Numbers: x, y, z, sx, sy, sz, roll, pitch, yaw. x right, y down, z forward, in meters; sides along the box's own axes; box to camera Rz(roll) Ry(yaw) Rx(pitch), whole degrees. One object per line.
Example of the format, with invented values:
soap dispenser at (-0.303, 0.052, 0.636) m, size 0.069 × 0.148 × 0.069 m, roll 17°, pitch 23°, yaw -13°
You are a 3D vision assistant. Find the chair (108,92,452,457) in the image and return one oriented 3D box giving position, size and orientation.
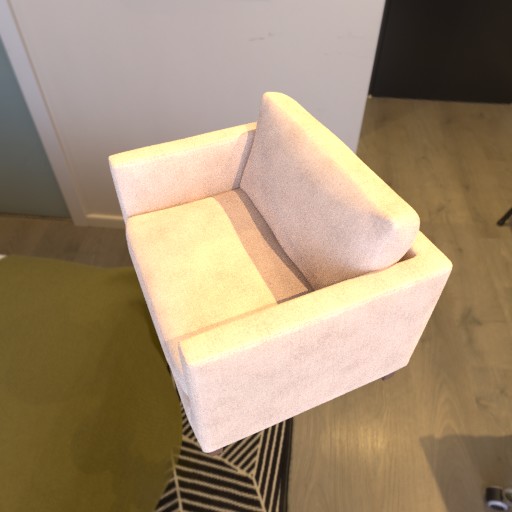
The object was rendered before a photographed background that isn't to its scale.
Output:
chair at (0.000, 0.000, 1.858) m, size 0.959 × 0.961 × 1.133 m, roll -18°, pitch 49°, yaw -16°
